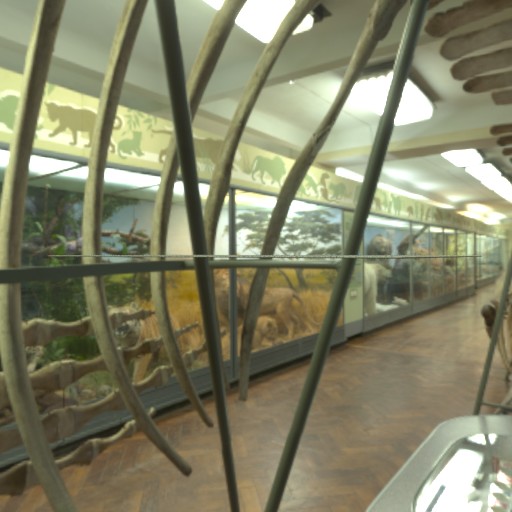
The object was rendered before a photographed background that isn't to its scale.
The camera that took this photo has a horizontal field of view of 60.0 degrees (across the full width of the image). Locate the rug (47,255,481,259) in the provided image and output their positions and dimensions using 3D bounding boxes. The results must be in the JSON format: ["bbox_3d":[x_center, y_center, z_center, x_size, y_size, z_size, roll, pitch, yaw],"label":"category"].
[{"bbox_3d":[0.000,0.000,2.941,2.448,0.008,1.541,0,0,37],"label":"rug"}]
